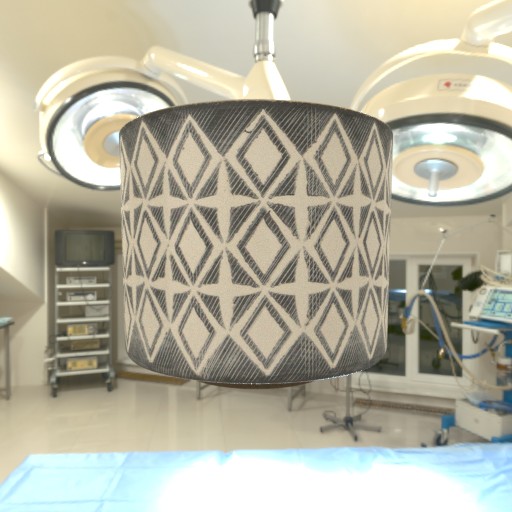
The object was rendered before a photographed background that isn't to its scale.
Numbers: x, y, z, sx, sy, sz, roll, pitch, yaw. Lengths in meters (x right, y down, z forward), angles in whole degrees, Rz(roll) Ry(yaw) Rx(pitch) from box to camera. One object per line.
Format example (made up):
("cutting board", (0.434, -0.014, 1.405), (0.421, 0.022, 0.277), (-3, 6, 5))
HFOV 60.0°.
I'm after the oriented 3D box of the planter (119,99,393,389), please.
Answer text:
("planter", (0.000, 0.000, 0.326), (0.192, 0.165, 0.192), (0, 0, 0))
